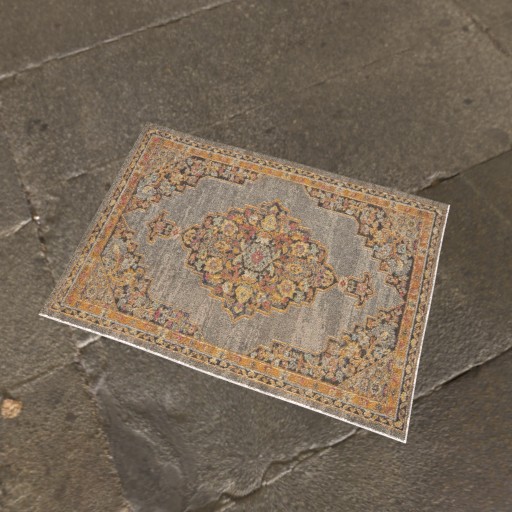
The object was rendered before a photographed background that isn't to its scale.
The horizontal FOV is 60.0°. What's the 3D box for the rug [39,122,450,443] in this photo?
[{"bbox_3d":[0.000,0.000,3.878,3.063,0.024,2.158,17,66,8],"label":"rug"}]
